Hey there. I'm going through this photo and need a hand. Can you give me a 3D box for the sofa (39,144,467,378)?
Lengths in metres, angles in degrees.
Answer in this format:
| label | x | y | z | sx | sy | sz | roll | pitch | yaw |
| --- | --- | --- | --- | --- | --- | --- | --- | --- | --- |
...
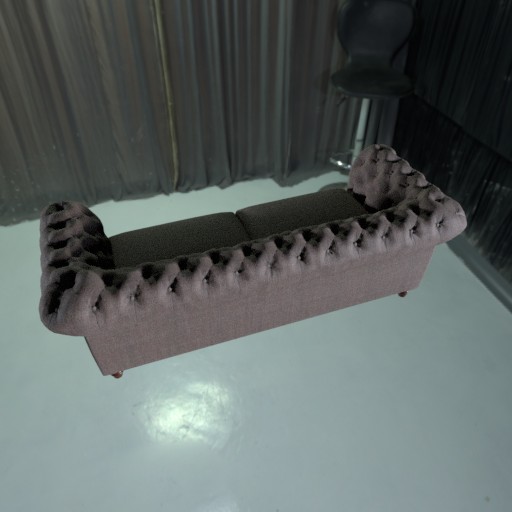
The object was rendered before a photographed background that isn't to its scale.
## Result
| label | x | y | z | sx | sy | sz | roll | pitch | yaw |
| --- | --- | --- | --- | --- | --- | --- | --- | --- | --- |
| sofa | 0.000 | 0.000 | 2.757 | 2.385 | 0.787 | 0.944 | -13 | 43 | -15 |
